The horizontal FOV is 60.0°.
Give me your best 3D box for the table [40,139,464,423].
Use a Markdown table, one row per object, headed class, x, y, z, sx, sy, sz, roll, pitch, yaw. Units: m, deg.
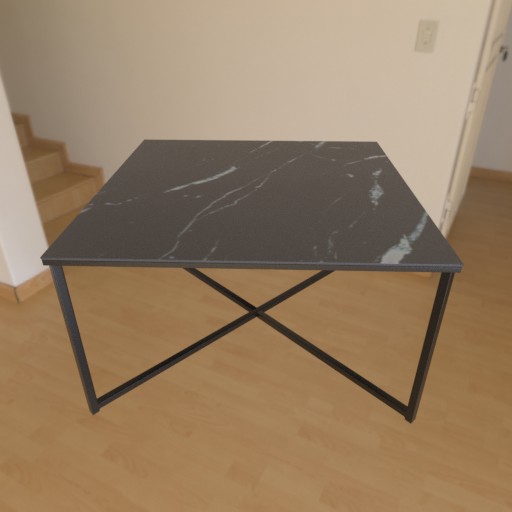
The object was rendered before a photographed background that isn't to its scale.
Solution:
| class | x | y | z | sx | sy | sz | roll | pitch | yaw |
| --- | --- | --- | --- | --- | --- | --- | --- | --- | --- |
| table | 0.000 | 0.000 | 1.293 | 0.800 | 0.450 | 0.800 | 1 | 31 | 2 |
